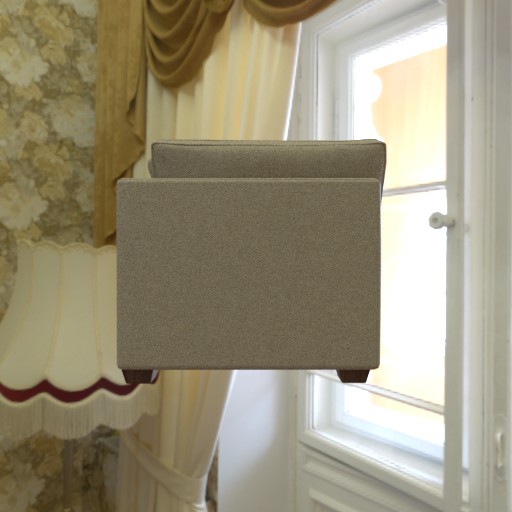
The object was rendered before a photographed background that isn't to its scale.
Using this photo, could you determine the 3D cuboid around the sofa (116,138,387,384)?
[{"bbox_3d":[0.000,0.000,2.782,1.053,0.948,2.323,0,0,1],"label":"sofa"}]
